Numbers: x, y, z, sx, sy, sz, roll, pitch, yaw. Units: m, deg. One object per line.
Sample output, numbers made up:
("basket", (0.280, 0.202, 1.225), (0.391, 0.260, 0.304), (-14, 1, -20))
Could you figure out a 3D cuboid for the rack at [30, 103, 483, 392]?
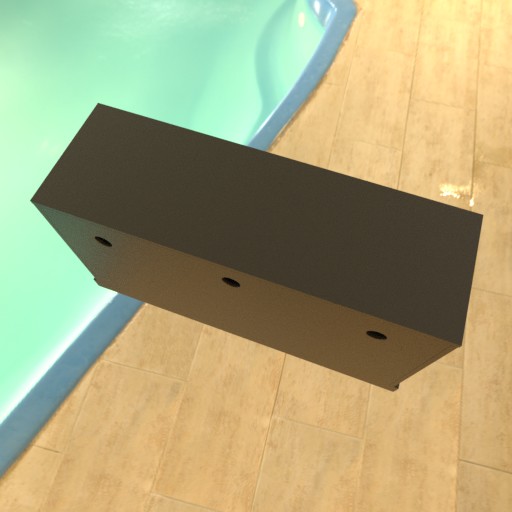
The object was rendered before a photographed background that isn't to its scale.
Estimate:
("rack", (0.000, 0.000, 1.496), (1.206, 0.635, 0.399), (18, 66, 9))
